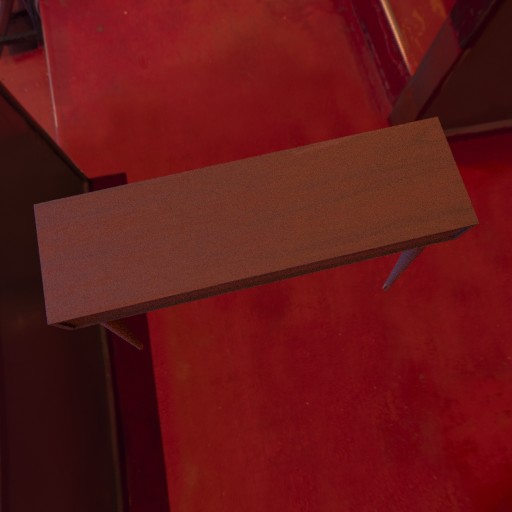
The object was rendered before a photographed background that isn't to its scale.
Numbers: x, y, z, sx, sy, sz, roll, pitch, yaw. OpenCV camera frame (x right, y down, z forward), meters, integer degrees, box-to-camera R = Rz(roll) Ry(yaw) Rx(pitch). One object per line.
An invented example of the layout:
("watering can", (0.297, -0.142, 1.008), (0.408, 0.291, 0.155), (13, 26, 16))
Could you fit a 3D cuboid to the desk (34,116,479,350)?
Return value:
("desk", (0.000, 0.000, 1.683), (1.204, 0.917, 0.384), (-13, 75, -3))
